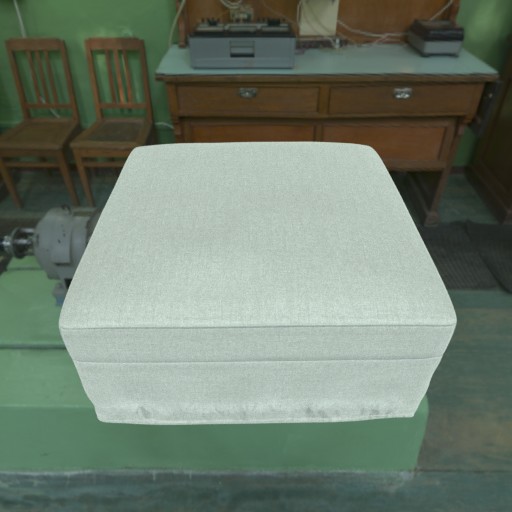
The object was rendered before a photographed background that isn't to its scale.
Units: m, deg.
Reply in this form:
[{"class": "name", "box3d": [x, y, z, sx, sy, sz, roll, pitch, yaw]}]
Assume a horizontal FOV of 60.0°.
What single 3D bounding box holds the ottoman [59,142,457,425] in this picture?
[{"class": "ottoman", "box3d": [0.000, 0.000, 1.310, 0.843, 0.436, 0.840, -1, 40, -1]}]
